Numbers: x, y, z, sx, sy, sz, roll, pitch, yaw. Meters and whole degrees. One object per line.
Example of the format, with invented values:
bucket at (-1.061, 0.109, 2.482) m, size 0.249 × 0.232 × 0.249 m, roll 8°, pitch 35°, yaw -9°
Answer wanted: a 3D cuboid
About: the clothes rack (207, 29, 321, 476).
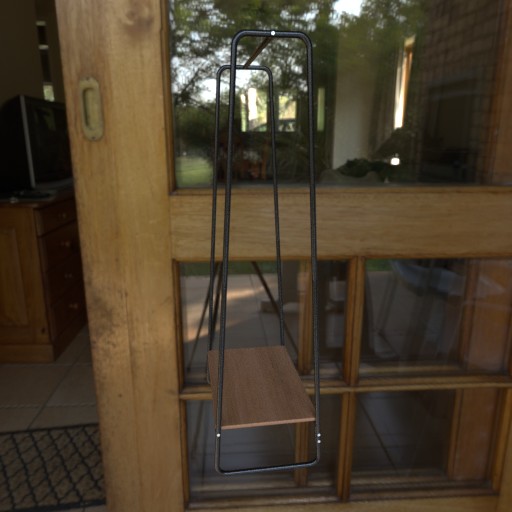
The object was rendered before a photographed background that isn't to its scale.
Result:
clothes rack at (0.000, 0.000, 1.759) m, size 0.400 × 1.500 × 0.640 m, roll -2°, pitch 15°, yaw -8°
